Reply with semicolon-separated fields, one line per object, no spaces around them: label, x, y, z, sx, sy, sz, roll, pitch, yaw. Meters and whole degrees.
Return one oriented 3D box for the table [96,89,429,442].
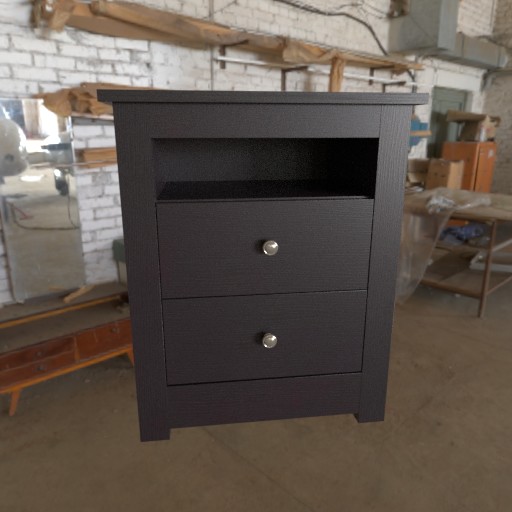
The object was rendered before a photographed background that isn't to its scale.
table;0.000;0.000;1.062;0.589;0.711;0.408;-2;16;-7
